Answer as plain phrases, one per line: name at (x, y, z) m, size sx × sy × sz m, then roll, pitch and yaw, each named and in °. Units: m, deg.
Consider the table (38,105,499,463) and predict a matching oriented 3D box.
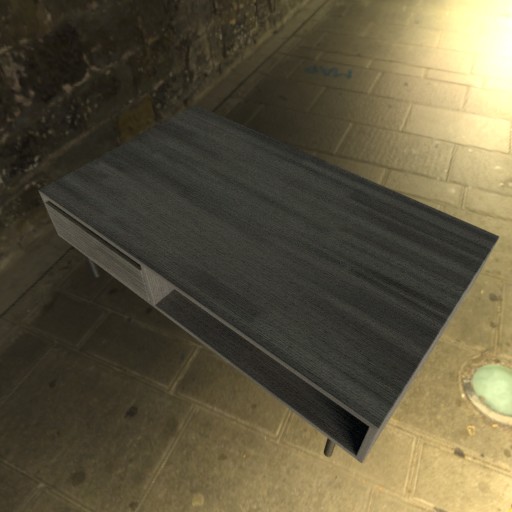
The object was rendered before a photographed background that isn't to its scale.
table at (0.000, 0.000, 1.324) m, size 1.088 × 0.347 × 0.643 m, roll 31°, pitch 54°, yaw 26°
